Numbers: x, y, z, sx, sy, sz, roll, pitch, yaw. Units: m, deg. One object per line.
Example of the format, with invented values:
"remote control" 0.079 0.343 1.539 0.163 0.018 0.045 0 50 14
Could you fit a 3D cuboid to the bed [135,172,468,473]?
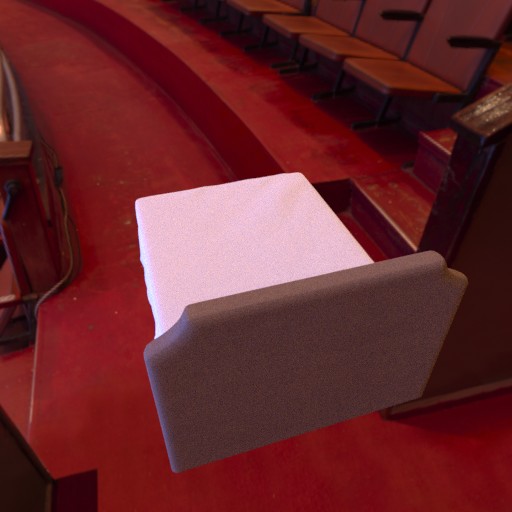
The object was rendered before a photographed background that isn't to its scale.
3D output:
"bed" 0.000 0.000 3.165 1.693 1.290 2.116 -12 41 -14
